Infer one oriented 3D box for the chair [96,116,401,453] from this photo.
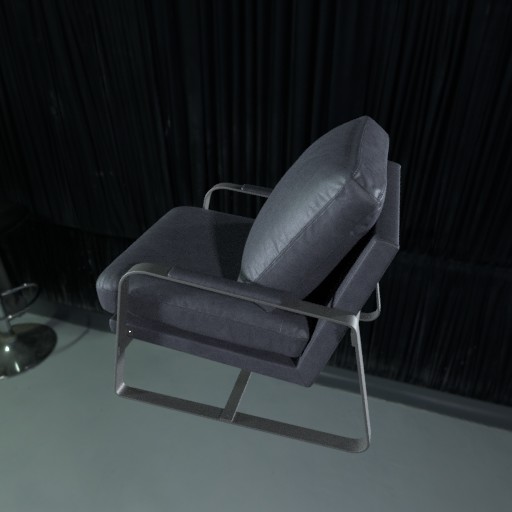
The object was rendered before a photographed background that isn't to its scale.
[{"bbox_3d":[0.000,0.000,1.481,0.878,0.839,0.692,8,31,14],"label":"chair"}]
